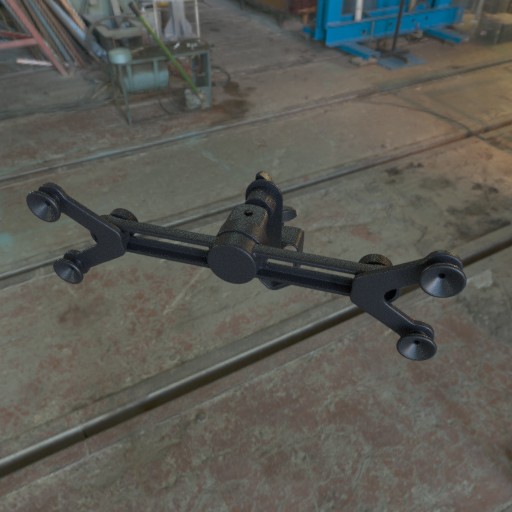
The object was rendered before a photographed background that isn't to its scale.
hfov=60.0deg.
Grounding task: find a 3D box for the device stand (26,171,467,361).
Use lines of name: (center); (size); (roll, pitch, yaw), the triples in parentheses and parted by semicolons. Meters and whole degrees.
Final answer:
device stand: (0.000, 0.000, 0.359); (0.270, 0.166, 0.142); (11, 42, 12)
